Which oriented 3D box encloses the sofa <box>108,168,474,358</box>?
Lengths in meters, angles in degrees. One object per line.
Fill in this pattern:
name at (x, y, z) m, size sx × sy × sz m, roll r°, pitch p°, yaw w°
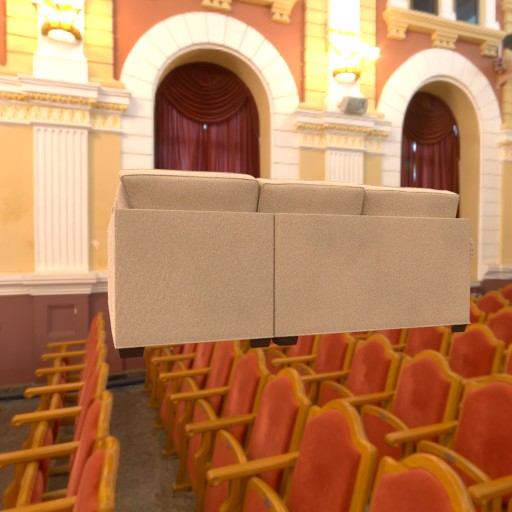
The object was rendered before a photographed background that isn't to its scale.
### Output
sofa at (0.000, 0.000, 3.948) m, size 2.487 × 1.054 × 2.569 m, roll 0°, pitch 1°, yaw -19°
